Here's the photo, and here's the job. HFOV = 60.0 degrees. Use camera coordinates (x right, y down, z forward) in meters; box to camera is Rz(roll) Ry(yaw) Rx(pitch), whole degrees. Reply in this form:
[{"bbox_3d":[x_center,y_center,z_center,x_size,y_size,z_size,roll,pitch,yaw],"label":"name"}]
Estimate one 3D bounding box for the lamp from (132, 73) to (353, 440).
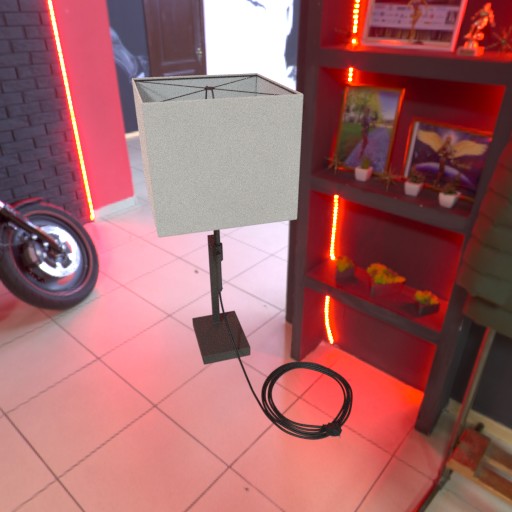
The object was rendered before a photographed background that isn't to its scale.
[{"bbox_3d":[0.000,0.000,0.946,0.399,0.660,0.504,-9,31,-14],"label":"lamp"}]
